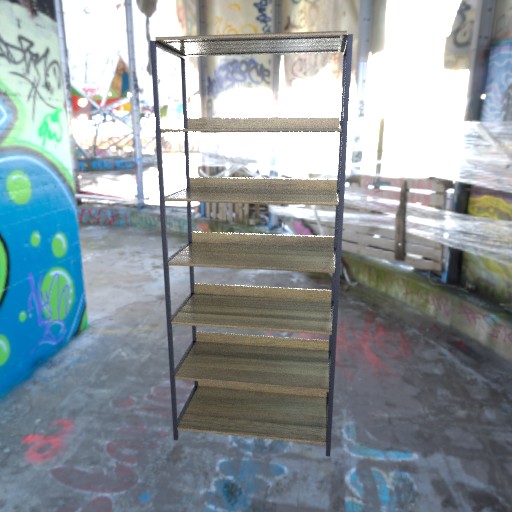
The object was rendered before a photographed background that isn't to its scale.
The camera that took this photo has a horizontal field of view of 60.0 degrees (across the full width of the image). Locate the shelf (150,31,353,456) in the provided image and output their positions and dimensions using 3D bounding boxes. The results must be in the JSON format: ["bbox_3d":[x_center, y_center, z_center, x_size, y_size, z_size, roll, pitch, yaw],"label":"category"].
[{"bbox_3d":[0.000,0.000,2.298,0.847,2.015,0.431,2,16,8],"label":"shelf"}]
